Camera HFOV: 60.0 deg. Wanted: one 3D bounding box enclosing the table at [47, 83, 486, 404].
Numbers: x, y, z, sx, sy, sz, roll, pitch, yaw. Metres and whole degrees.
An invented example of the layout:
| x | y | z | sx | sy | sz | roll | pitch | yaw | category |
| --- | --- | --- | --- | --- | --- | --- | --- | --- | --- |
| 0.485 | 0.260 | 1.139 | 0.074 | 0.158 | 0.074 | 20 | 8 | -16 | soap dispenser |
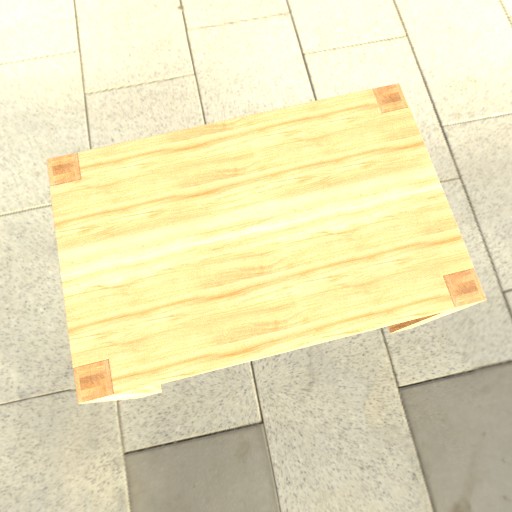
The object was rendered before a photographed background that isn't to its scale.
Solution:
| x | y | z | sx | sy | sz | roll | pitch | yaw | category |
| --- | --- | --- | --- | --- | --- | --- | --- | --- | --- |
| 0.000 | 0.000 | 1.950 | 1.400 | 0.760 | 0.900 | -13 | 74 | -4 | table |
